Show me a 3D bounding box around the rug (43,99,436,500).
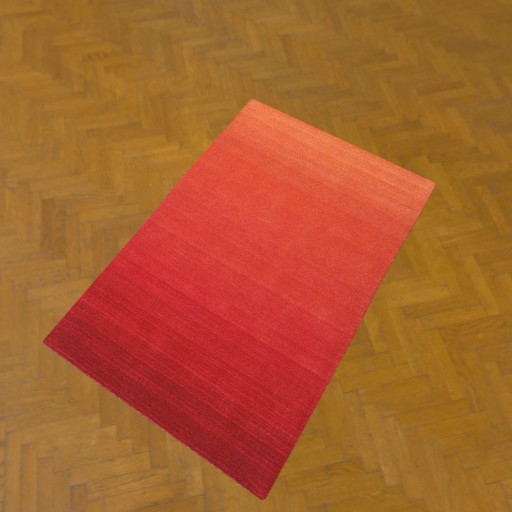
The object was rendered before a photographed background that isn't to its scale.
[{"bbox_3d":[0.000,0.000,2.270,1.230,0.018,1.835,29,67,14],"label":"rug"}]
